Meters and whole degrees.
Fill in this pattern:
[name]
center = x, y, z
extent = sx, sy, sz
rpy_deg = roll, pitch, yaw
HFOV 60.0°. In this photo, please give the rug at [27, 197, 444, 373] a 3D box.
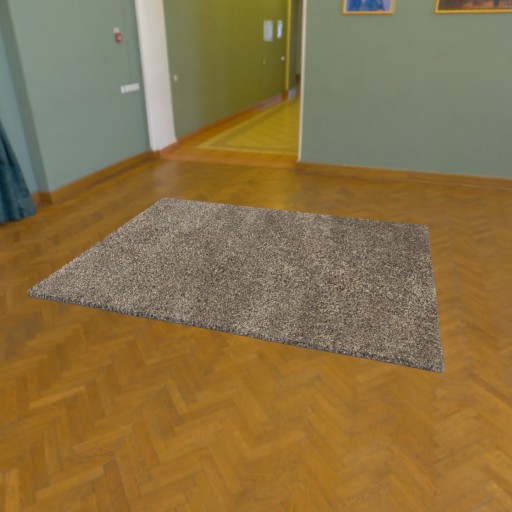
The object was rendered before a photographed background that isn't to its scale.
[rug]
center = 0.000, 0.000, 2.116
extent = 1.601, 0.025, 1.198
rpy_deg = 8, 28, 15
